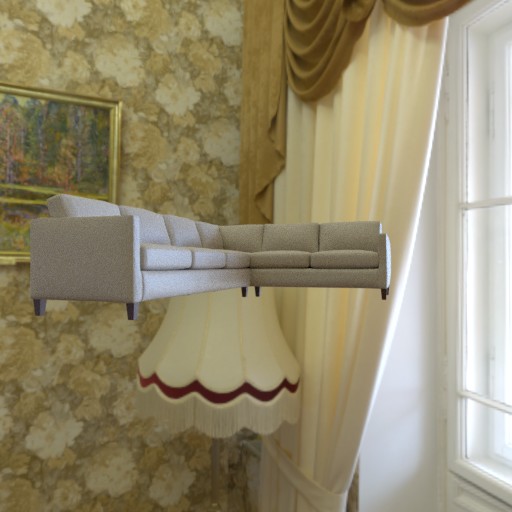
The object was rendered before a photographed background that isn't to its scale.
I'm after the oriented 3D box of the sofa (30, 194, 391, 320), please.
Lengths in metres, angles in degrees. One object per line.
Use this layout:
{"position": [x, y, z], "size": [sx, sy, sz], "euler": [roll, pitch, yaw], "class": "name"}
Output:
{"position": [0.000, 0.000, 4.449], "size": [2.522, 0.934, 3.333], "euler": [0, -1, 18], "class": "sofa"}
